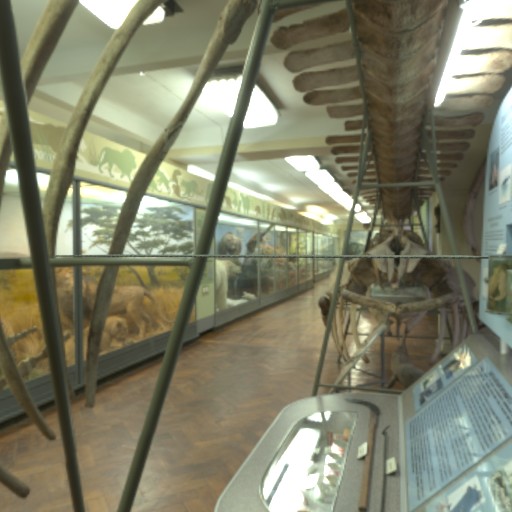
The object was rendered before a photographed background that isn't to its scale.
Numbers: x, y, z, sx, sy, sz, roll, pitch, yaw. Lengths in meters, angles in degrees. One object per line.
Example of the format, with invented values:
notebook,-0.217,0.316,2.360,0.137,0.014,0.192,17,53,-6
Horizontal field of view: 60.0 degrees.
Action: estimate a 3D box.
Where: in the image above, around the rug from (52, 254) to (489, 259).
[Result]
rug,0.000,0.000,2.537,2.286,0.008,0.686,0,1,18
